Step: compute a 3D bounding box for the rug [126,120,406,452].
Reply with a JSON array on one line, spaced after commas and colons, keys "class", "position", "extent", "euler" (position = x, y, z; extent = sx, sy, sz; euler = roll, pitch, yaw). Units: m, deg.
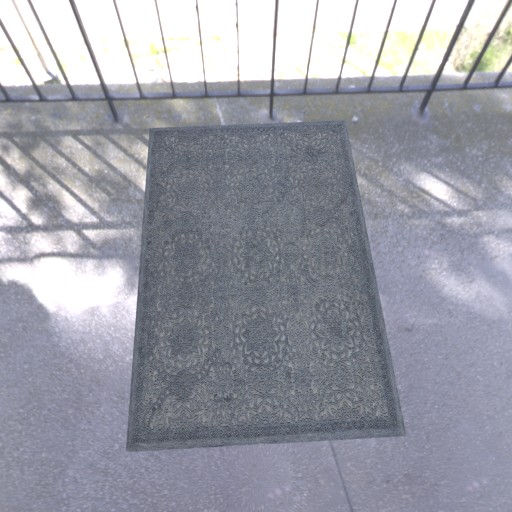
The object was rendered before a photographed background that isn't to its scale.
[{"class": "rug", "position": [0.000, 0.000, 2.320], "extent": [1.208, 0.012, 1.819], "euler": [-3, 63, -1]}]
